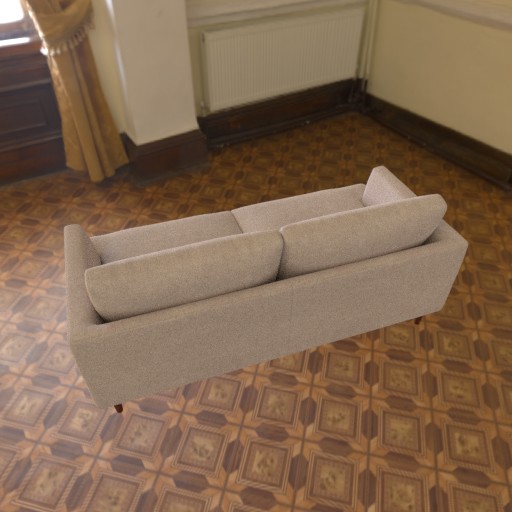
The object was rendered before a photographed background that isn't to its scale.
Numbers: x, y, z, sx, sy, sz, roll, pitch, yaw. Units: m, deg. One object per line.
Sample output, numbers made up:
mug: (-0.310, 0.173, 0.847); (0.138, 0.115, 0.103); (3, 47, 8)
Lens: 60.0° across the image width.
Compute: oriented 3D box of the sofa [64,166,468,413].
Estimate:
sofa: (0.000, 0.000, 2.491); (1.948, 0.868, 1.020); (-13, 43, -14)
